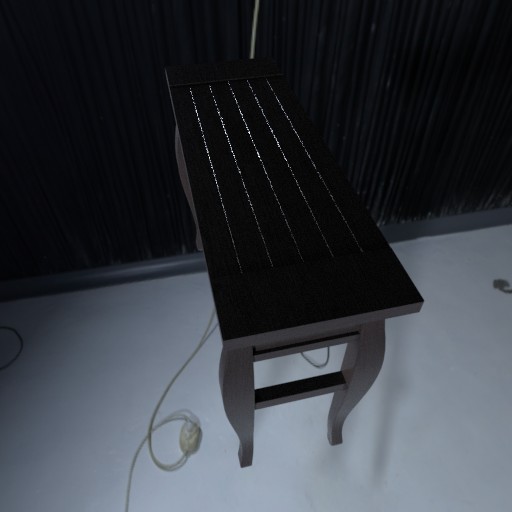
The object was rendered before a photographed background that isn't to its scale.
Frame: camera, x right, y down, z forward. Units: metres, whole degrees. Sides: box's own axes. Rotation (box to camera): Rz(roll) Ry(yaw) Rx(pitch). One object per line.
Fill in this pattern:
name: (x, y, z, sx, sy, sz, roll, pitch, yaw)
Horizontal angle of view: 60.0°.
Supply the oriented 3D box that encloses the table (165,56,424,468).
table: (0.000, 0.000, 1.377, 0.373, 0.768, 1.062, -10, 47, -9)
